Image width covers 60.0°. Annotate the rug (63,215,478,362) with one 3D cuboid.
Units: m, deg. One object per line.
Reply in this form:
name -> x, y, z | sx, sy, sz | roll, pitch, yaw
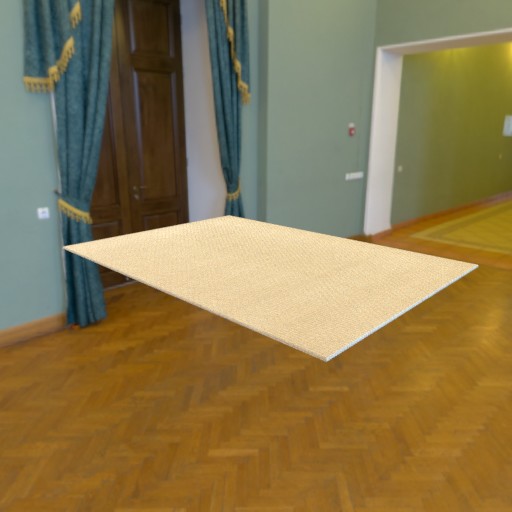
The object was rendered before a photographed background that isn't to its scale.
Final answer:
rug -> 0.000, 0.000, 2.777 | 2.144, 0.013, 1.509 | 15, 22, 42
